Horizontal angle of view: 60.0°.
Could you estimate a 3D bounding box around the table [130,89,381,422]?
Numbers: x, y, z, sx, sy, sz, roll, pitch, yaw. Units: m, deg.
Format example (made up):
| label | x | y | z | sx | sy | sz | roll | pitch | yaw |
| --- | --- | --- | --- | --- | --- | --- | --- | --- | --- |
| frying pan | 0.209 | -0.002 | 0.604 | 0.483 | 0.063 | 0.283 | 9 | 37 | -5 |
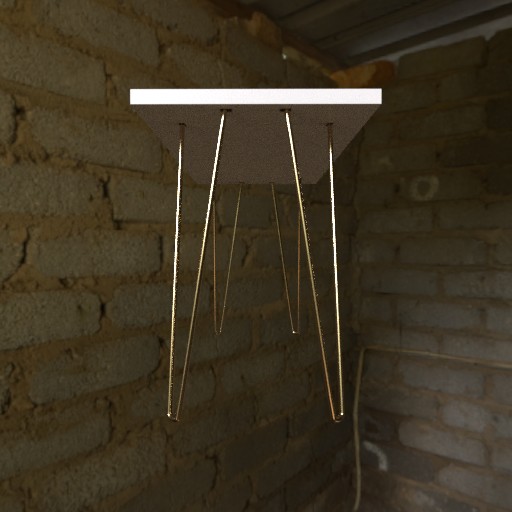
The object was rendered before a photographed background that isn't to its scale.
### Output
| label | x | y | z | sx | sy | sz | roll | pitch | yaw |
| --- | --- | --- | --- | --- | --- | --- | --- | --- | --- |
| table | 0.000 | 0.000 | 1.368 | 0.498 | 0.660 | 0.991 | 0 | 0 | 0 |
